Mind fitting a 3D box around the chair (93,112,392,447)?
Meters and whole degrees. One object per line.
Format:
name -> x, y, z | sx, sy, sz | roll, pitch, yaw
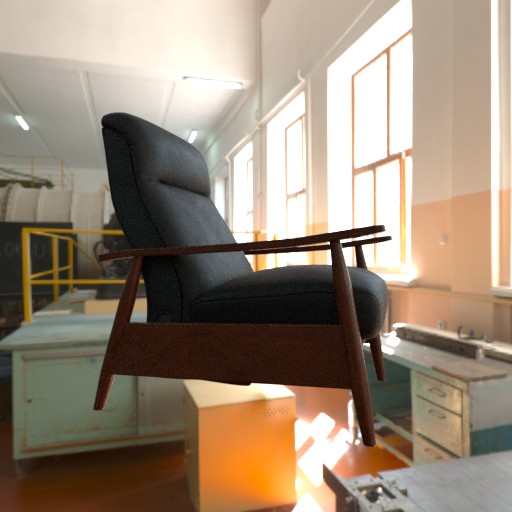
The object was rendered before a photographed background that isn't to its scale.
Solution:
chair -> 0.000, 0.000, 1.754 | 1.014, 1.082, 0.762 | 0, 0, 18
